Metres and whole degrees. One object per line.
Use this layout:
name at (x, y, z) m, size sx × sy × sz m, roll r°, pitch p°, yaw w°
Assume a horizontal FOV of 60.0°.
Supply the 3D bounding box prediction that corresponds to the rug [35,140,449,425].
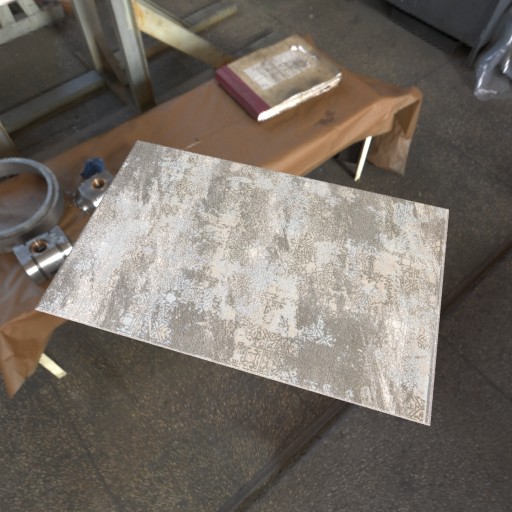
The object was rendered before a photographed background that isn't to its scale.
rug at (0.000, 0.000, 2.977) m, size 2.431 × 0.012 × 1.536 m, roll 14°, pitch 60°, yaw 9°
